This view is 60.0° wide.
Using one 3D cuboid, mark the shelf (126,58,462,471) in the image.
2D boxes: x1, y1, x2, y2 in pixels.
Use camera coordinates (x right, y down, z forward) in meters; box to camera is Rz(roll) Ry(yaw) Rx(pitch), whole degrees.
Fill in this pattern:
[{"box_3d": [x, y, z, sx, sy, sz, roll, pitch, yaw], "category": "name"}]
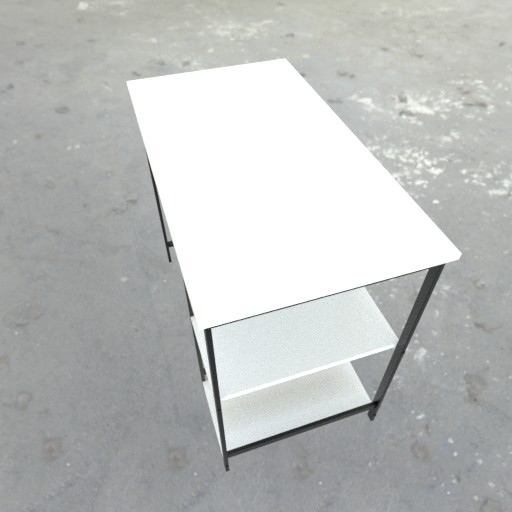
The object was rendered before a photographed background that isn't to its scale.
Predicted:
[{"box_3d": [0.000, 0.000, 1.327, 0.498, 0.750, 0.902, -14, 48, -13], "category": "shelf"}]
